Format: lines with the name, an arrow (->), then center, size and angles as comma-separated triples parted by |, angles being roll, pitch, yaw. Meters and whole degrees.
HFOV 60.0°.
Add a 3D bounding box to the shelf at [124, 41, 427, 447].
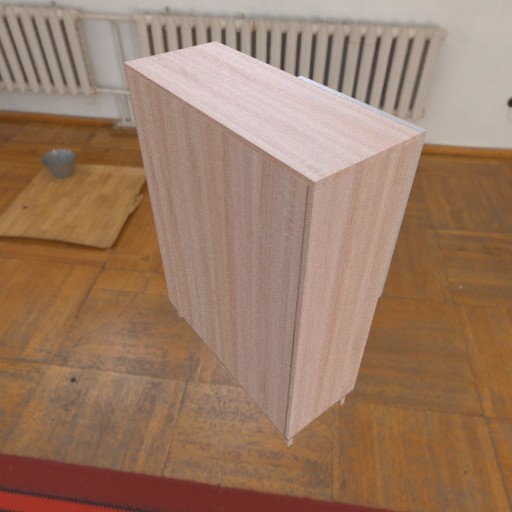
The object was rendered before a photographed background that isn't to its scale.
shelf -> 0.000, 0.000, 1.868 | 0.434, 1.405, 0.995 | -27, 49, -27
